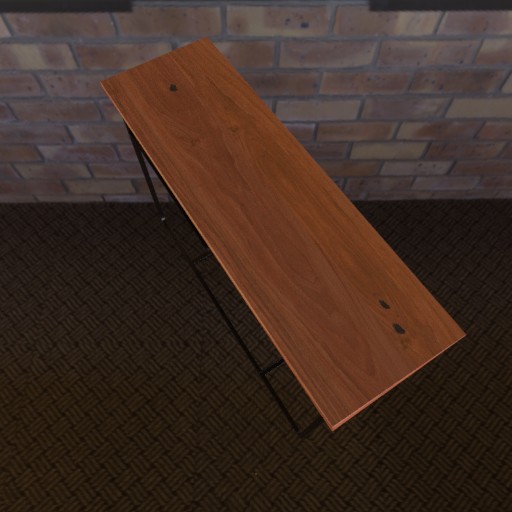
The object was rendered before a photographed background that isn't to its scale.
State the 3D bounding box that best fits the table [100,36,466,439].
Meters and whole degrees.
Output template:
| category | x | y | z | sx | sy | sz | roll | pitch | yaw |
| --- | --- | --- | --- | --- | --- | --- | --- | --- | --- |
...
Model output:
| category | x | y | z | sx | sy | sz | roll | pitch | yaw |
| --- | --- | --- | --- | --- | --- | --- | --- | --- | --- |
| table | 0.000 | 0.000 | 1.434 | 0.350 | 0.750 | 1.100 | -30 | 68 | -14 |
